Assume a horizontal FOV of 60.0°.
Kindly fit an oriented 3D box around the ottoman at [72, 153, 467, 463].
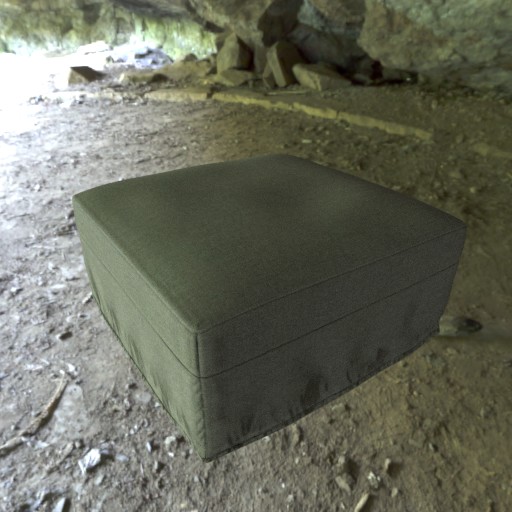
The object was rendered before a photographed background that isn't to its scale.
[{"bbox_3d":[0.000,0.000,1.336,0.840,0.436,0.843,-18,33,-30],"label":"ottoman"}]
